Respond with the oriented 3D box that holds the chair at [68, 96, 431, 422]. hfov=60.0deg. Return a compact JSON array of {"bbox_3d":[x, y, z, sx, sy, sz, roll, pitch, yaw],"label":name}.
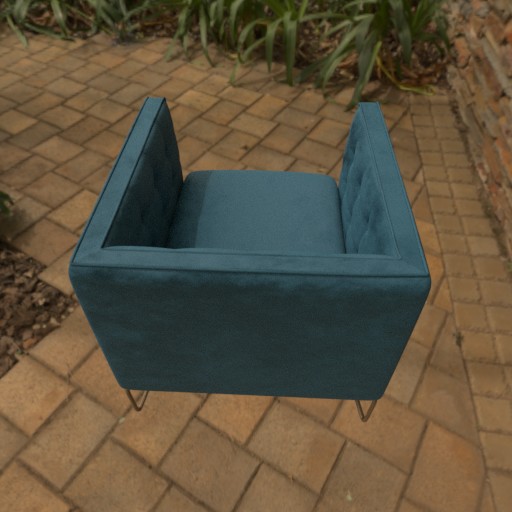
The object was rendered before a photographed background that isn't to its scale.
[{"bbox_3d":[0.000,0.000,1.593,0.880,0.790,0.894,2,46,2],"label":"chair"}]
